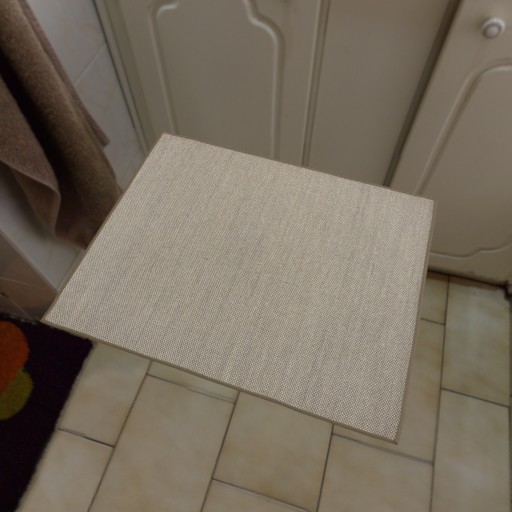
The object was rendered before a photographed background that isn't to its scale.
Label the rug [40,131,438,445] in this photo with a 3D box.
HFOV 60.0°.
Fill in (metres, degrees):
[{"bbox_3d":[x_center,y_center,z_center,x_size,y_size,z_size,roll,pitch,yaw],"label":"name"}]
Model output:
[{"bbox_3d":[0.000,0.000,4.076,3.041,0.020,2.413,16,60,10],"label":"rug"}]
